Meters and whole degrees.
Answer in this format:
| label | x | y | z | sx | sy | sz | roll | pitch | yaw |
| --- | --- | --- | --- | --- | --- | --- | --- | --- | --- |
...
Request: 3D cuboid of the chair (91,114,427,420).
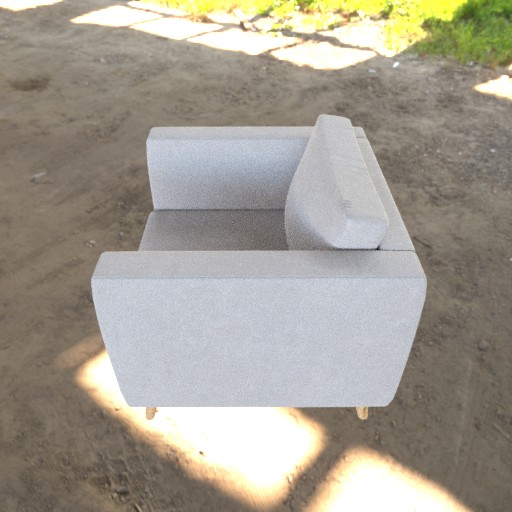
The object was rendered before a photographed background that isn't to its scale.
| label | x | y | z | sx | sy | sz | roll | pitch | yaw |
| --- | --- | --- | --- | --- | --- | --- | --- | --- | --- |
| chair | 0.000 | 0.000 | 1.720 | 0.930 | 0.860 | 1.000 | 0 | 41 | 0 |
